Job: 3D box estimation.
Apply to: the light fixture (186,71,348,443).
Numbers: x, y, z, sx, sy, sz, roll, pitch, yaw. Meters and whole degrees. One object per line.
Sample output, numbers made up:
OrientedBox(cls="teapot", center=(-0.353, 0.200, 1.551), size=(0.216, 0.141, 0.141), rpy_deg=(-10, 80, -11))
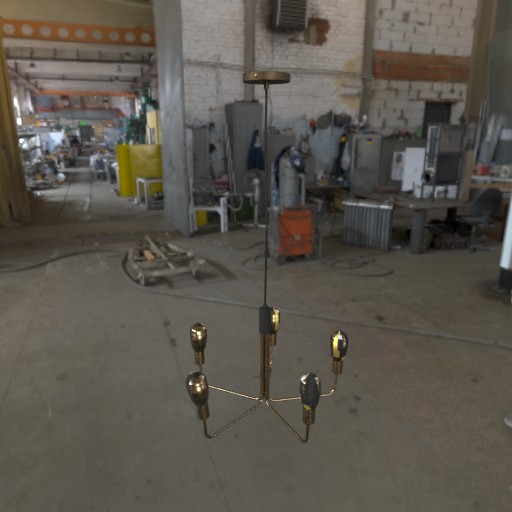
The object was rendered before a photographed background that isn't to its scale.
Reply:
OrientedBox(cls="light fixture", center=(0.000, 0.000, 1.386), size=(0.532, 1.059, 0.588), rpy_deg=(7, 17, 24))
